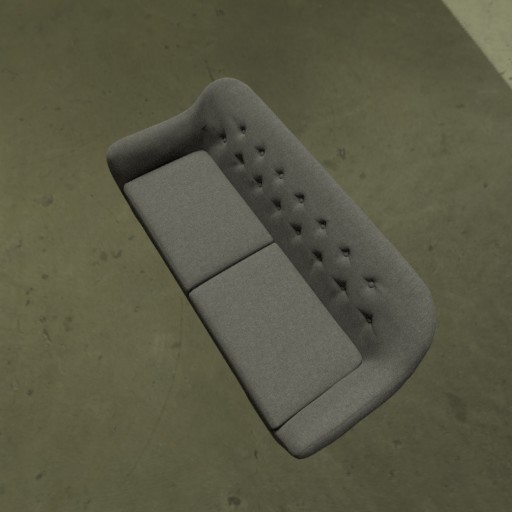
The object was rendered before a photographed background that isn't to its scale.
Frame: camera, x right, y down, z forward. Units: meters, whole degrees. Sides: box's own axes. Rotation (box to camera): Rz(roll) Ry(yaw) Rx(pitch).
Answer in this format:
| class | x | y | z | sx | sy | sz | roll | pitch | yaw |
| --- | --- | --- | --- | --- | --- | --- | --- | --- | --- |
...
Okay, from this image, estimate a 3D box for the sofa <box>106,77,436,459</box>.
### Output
| class | x | y | z | sx | sy | sz | roll | pitch | yaw |
| --- | --- | --- | --- | --- | --- | --- | --- | --- | --- |
| sofa | 0.000 | 0.000 | 2.283 | 0.820 | 0.820 | 1.840 | -30 | 67 | -14 |
